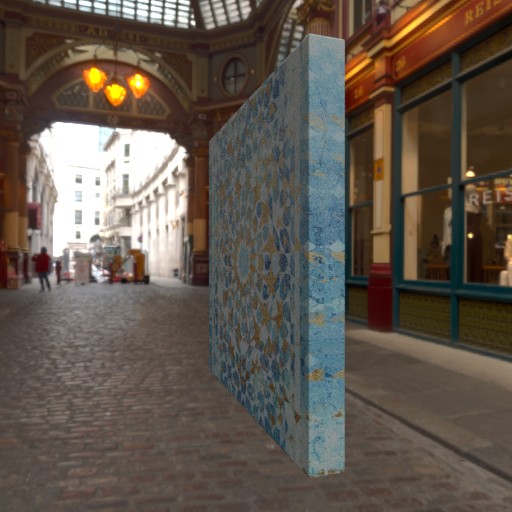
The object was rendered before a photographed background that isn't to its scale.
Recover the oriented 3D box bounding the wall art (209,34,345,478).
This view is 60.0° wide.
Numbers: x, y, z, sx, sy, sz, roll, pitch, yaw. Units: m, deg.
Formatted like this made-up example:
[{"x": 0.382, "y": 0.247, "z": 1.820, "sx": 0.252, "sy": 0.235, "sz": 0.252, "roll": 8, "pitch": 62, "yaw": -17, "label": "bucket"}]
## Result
[{"x": 0.000, "y": 0.000, "z": 0.600, "sx": 0.037, "sy": 0.405, "sz": 0.405, "roll": 0, "pitch": 0, "yaw": -19, "label": "wall art"}]
